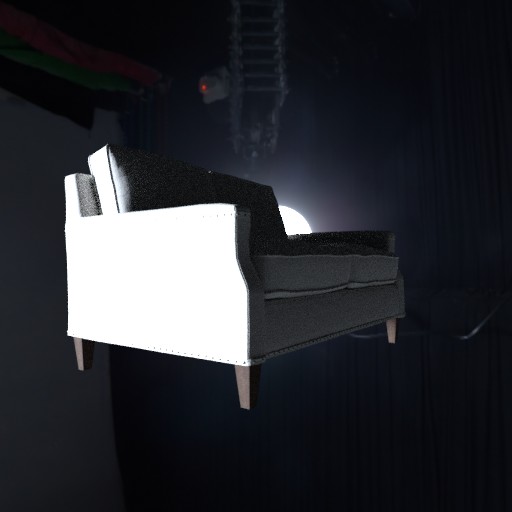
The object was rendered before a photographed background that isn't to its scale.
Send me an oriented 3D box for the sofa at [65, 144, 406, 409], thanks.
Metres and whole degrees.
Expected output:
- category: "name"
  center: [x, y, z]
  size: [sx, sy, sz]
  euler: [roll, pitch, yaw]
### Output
- category: "sofa"
  center: [0.000, 0.000, 2.296]
  size: [1.084, 1.003, 1.597]
  euler: [-1, -1, 35]
